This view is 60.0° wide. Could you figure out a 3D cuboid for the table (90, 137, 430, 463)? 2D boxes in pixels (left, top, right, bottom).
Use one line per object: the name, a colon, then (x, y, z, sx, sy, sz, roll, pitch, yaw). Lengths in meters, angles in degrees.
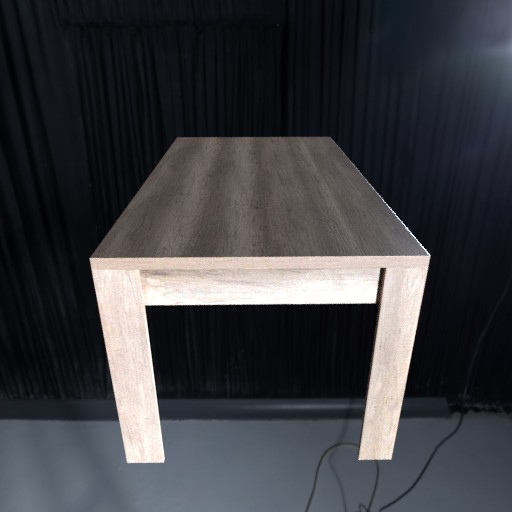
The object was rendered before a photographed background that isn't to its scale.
table: (0.000, 0.000, 2.058, 0.900, 0.775, 1.600, 0, 26, -1)
